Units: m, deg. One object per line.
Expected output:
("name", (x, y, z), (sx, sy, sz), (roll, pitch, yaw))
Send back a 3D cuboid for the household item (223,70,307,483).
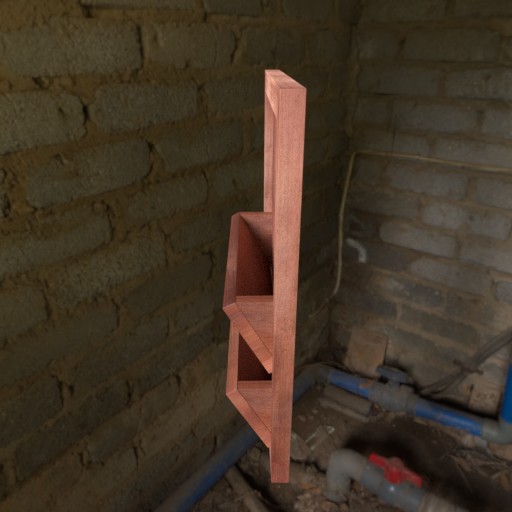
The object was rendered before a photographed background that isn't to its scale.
("household item", (0.000, 0.000, 0.540), (0.067, 0.407, 0.310), (0, 25, -1))
